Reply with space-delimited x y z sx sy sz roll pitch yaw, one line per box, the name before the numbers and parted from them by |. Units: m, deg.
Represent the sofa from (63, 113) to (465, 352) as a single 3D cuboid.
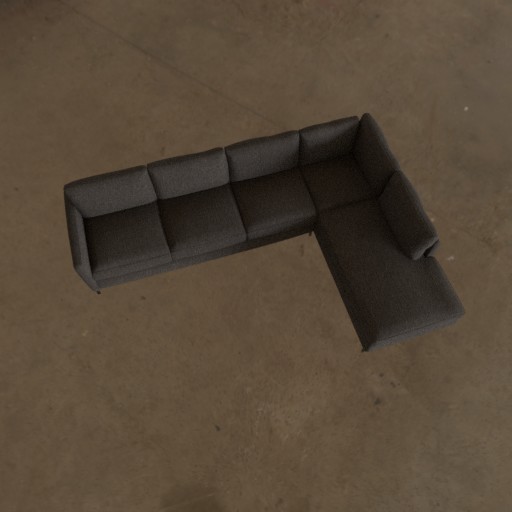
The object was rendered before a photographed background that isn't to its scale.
sofa | 0.000 0.000 3.775 2.949 0.815 2.007 -15 64 -7
